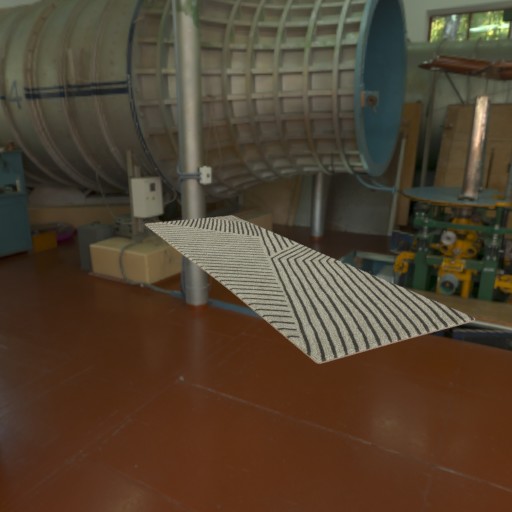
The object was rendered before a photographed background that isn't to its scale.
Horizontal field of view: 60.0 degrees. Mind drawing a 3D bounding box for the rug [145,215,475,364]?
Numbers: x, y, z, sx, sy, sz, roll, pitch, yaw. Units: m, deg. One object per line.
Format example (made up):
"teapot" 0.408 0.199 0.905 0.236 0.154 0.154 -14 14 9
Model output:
"rug" 0.000 0.000 2.670 0.773 0.020 2.439 -8 18 -26
